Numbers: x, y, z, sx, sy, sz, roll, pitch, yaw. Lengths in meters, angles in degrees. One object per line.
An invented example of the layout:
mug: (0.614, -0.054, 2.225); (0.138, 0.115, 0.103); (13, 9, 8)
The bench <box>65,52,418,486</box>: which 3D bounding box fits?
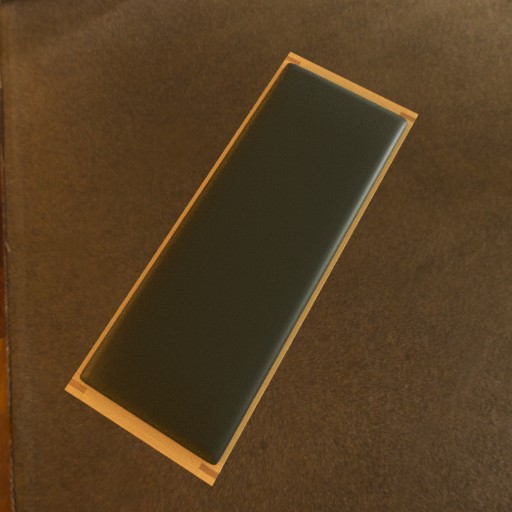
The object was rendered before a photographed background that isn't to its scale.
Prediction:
bench: (0.000, 0.000, 1.414); (0.450, 0.430, 1.202); (29, 77, 8)
